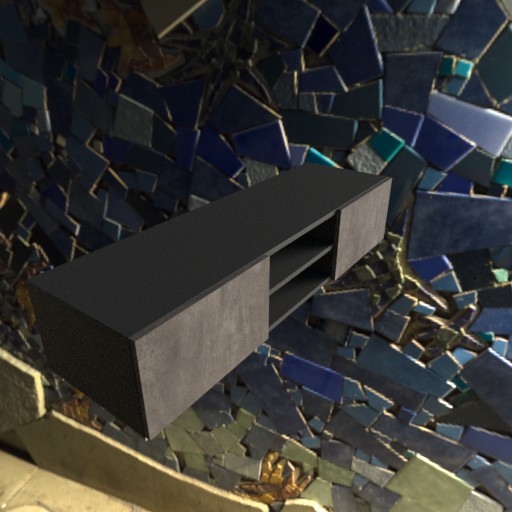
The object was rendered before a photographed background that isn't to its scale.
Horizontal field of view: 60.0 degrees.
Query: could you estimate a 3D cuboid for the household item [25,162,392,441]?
[{"bbox_3d":[0.000,0.000,1.582,0.420,0.310,1.400,19,32,32],"label":"household item"}]
